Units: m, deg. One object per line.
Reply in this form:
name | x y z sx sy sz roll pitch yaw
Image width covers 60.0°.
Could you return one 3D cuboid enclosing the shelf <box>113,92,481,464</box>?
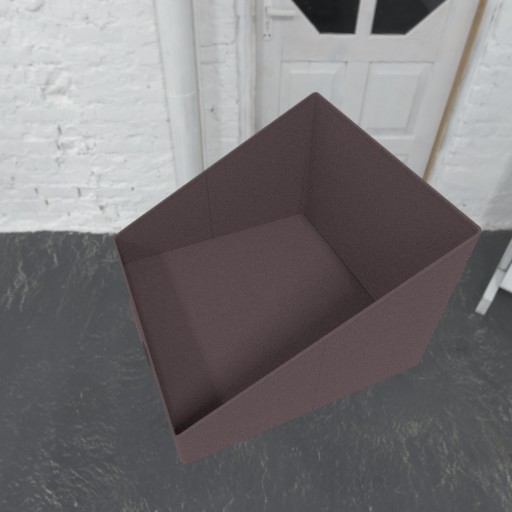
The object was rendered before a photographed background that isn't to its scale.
shelf | 0.000 0.000 0.499 0.292 0.210 0.292 -17 47 -16
